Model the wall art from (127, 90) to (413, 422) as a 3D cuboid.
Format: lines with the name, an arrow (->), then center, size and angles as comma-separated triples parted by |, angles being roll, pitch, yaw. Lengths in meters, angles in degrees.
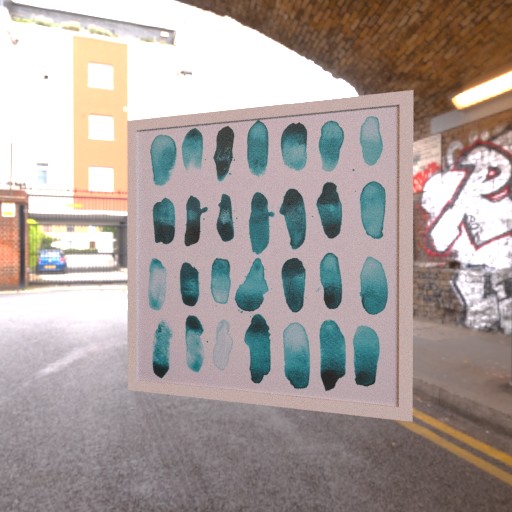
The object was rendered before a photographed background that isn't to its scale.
wall art -> 0.000, 0.000, 1.217 | 0.812, 0.813, 0.013 | 0, 0, 18
